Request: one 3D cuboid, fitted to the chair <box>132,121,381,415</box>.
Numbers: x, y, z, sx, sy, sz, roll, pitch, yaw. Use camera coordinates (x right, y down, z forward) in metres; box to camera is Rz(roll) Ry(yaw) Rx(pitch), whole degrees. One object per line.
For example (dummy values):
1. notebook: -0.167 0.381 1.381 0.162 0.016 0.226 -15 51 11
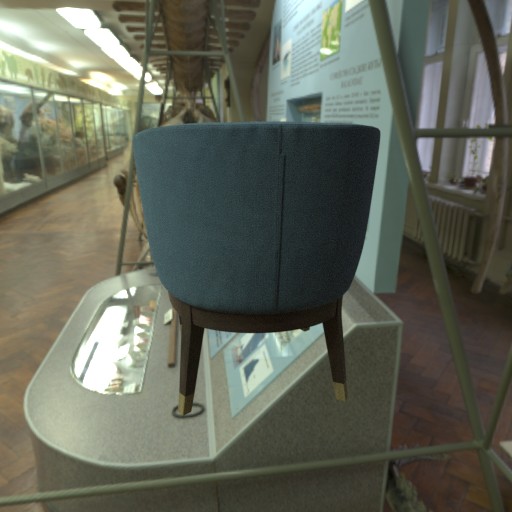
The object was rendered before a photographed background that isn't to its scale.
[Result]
1. chair: 0.000 0.000 1.316 0.661 0.760 0.702 -2 17 -8
